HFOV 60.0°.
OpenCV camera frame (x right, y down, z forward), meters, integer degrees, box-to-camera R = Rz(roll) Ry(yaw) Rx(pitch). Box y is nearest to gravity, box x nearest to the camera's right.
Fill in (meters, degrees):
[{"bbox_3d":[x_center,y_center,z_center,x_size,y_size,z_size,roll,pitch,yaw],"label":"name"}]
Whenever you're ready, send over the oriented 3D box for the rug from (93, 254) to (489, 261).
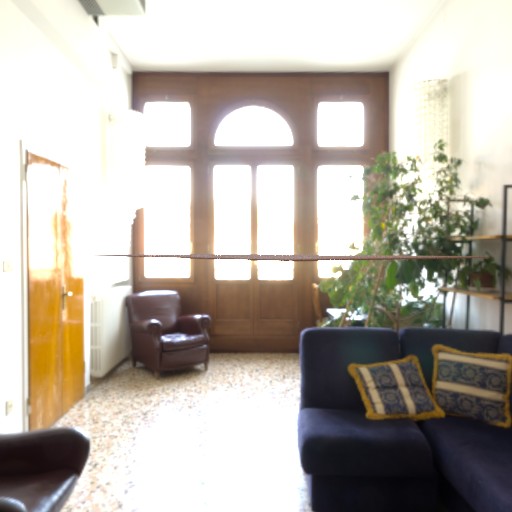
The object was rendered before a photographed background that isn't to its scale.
[{"bbox_3d":[0.000,0.000,3.048,1.523,0.008,2.438,0,1,-36],"label":"rug"}]
